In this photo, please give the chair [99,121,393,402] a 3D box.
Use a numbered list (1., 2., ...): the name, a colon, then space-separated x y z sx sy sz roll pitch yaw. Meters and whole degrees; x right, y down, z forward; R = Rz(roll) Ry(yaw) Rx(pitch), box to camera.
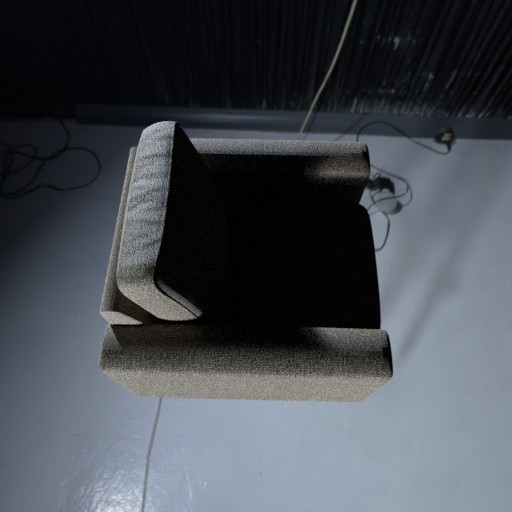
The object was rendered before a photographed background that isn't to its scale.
1. chair: 0.000 0.000 1.788 1.016 0.873 1.005 1 64 1
